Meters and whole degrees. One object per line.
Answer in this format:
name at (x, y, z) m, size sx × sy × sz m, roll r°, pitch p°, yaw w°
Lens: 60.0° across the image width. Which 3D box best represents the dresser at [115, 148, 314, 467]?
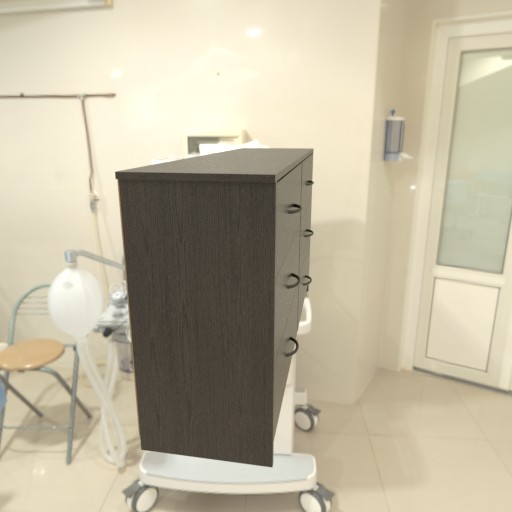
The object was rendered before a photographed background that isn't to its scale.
dresser at (0.000, 0.000, 1.708) m, size 0.401 × 0.755 × 1.360 m, roll 3°, pitch 16°, yaw 10°
